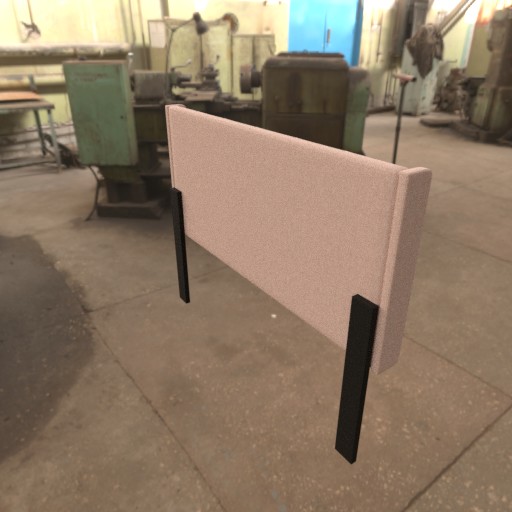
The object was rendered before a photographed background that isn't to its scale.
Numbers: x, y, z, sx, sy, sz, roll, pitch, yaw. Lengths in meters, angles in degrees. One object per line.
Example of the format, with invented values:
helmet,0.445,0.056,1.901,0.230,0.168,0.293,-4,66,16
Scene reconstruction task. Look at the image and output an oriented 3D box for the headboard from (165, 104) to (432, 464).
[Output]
headboard,0.000,0.000,2.685,0.184,1.524,2.051,-17,31,-31
